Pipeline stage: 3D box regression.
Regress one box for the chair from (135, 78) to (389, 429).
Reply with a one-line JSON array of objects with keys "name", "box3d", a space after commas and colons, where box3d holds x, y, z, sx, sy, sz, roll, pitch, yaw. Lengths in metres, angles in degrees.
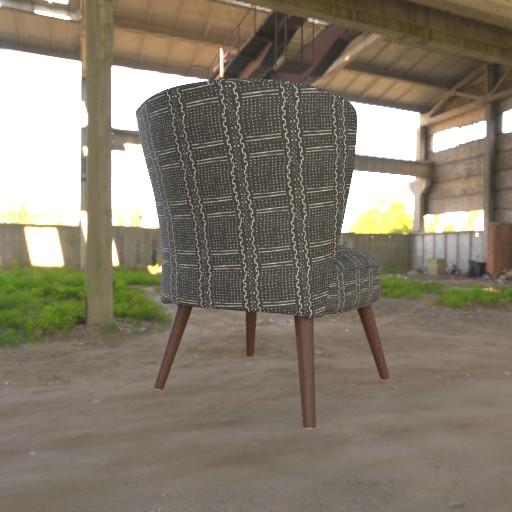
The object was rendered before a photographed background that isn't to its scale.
[{"name": "chair", "box3d": [0.000, 0.000, 1.413, 0.710, 0.866, 0.758, 1, 1, 35]}]
